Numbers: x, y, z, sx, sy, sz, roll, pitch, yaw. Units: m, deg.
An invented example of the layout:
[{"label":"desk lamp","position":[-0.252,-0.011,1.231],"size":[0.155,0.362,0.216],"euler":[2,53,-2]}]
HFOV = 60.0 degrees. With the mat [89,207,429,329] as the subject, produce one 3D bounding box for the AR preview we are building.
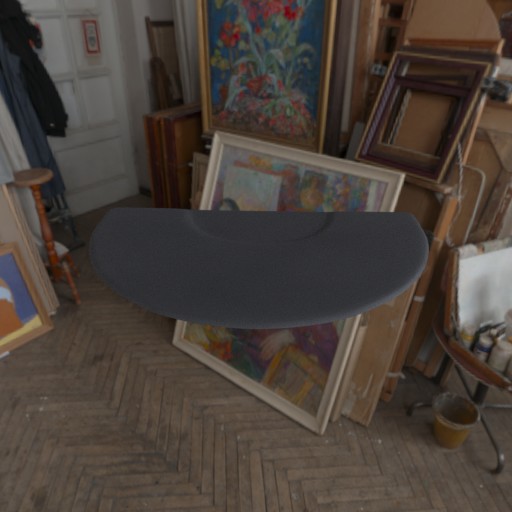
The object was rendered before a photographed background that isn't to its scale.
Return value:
[{"label":"mat","position":[0.000,0.000,1.835],"size":[1.525,0.022,0.917],"euler":[1,30,2]}]
